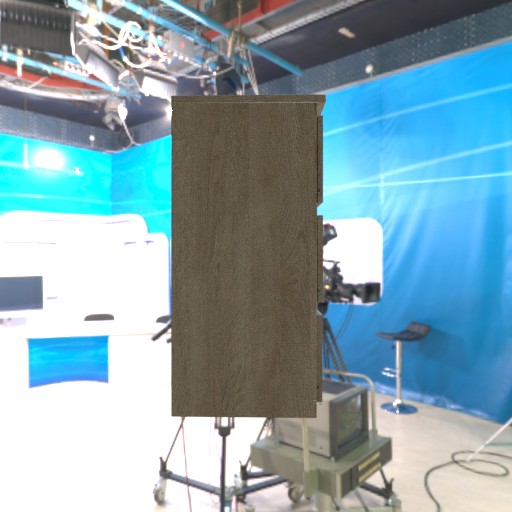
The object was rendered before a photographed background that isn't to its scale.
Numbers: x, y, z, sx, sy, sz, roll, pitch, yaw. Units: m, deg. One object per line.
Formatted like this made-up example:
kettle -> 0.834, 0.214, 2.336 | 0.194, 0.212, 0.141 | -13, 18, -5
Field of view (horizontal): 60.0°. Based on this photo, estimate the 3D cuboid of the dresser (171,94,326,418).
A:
dresser -> 0.000, 0.000, 1.883 | 0.390, 0.795, 1.590 | 0, 0, 1
